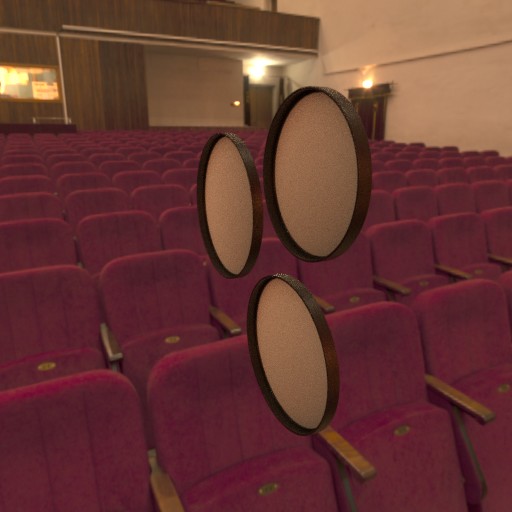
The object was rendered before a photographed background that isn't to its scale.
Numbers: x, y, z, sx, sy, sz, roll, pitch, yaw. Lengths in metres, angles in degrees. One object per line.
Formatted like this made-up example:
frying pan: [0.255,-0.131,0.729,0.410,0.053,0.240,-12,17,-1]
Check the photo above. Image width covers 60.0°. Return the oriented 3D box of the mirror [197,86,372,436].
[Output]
mirror: [0.000,0.000,3.074,0.076,2.096,2.160,-8,17,-26]
